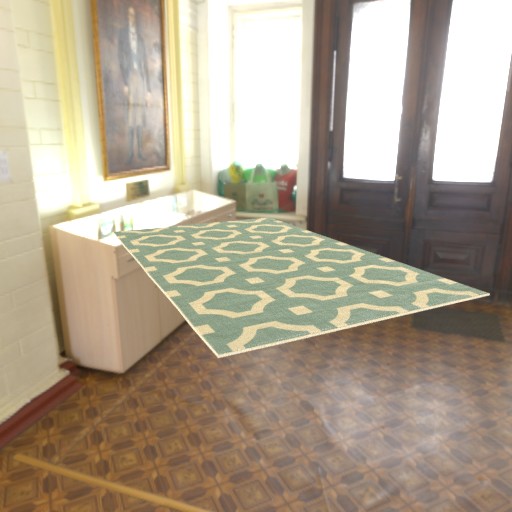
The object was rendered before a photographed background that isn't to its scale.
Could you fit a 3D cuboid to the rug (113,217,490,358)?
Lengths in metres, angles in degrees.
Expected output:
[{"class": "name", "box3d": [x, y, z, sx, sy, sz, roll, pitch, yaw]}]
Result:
[{"class": "rug", "box3d": [0.000, 0.000, 3.045, 1.528, 0.015, 2.443, -7, 17, -25]}]
